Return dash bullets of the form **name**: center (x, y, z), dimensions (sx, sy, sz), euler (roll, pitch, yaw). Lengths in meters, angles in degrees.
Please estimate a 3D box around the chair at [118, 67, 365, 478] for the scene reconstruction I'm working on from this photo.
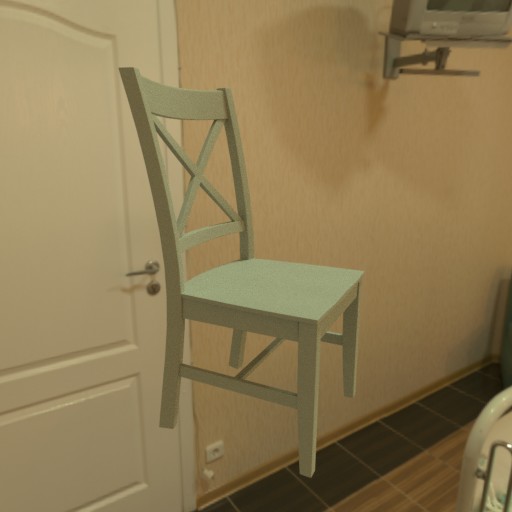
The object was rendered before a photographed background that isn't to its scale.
- **chair**: center (0.000, 0.000, 1.282), dimensions (0.542, 0.983, 0.485), euler (7, 16, 26)
